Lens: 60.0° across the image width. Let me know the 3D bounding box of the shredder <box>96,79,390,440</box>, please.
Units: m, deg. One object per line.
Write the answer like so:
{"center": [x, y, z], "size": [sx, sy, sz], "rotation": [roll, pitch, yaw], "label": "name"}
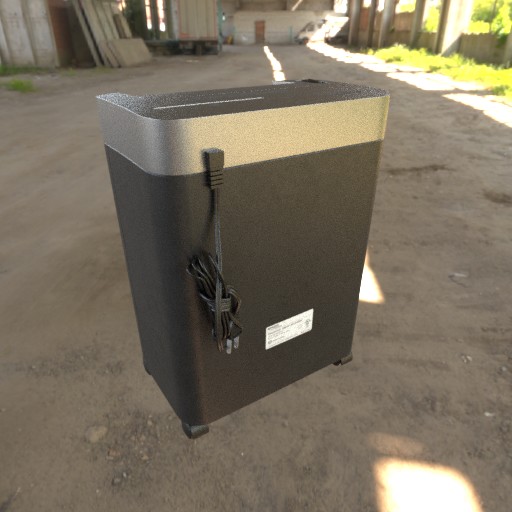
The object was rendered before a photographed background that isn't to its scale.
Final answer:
{"center": [0.000, 0.000, 0.597], "size": [0.311, 0.419, 0.237], "rotation": [-17, 32, -29], "label": "shredder"}
